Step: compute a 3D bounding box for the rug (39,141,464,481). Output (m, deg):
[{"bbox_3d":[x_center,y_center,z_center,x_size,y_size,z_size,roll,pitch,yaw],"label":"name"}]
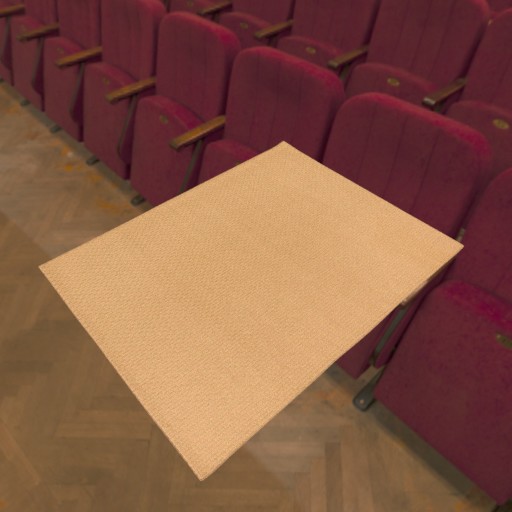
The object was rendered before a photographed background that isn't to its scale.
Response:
[{"bbox_3d":[0.000,0.000,3.811,2.897,0.035,2.277,-33,54,-28],"label":"rug"}]
